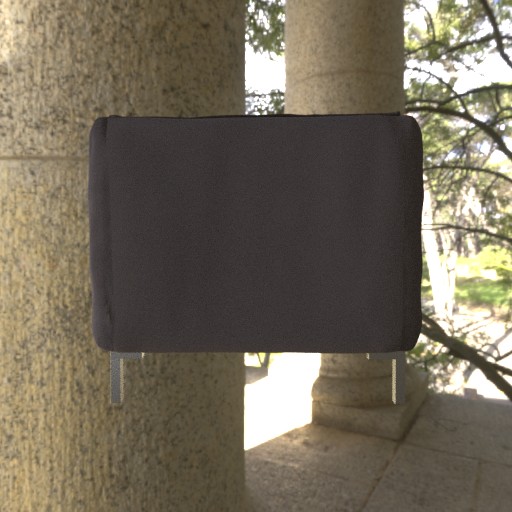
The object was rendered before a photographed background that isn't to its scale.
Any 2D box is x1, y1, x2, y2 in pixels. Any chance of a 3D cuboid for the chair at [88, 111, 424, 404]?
[{"bbox_3d":[0.000,0.000,1.633,0.946,0.807,0.913,0,1,1],"label":"chair"}]
